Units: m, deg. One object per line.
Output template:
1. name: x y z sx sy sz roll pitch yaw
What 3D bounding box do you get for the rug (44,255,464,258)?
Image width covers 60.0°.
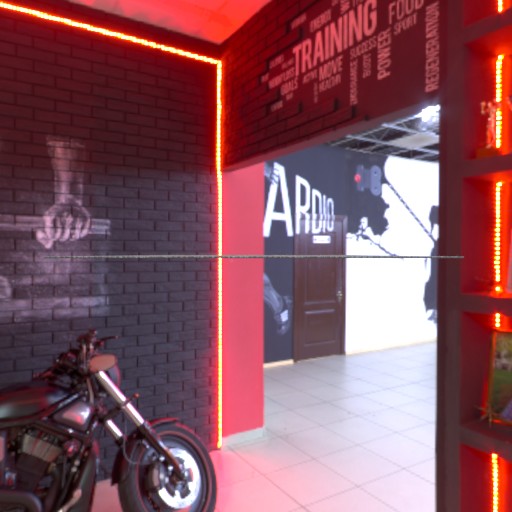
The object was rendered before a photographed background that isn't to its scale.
1. rug: 0.000 0.000 4.992 2.894 0.011 3.957 0 0 1
